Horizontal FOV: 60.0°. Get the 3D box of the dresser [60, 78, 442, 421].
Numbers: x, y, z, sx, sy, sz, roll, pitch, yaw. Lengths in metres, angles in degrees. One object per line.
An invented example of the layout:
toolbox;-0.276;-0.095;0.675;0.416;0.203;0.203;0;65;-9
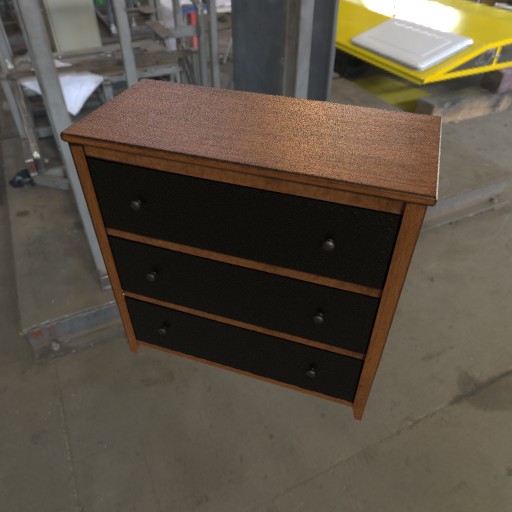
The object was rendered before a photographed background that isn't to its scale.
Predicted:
dresser;0.000;0.000;1.972;1.250;1.224;0.591;13;42;14
